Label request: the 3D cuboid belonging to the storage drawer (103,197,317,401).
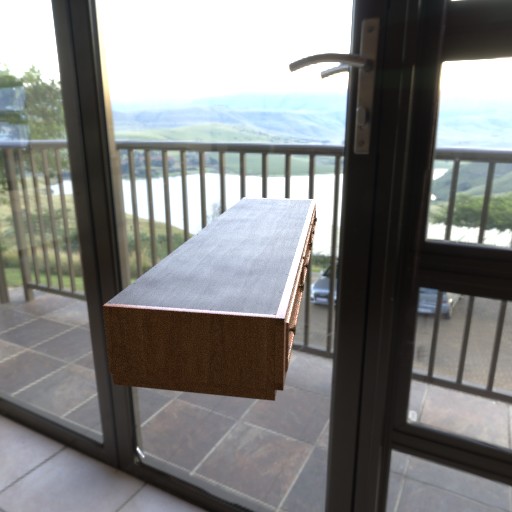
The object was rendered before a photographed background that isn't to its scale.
[{"bbox_3d":[0.000,0.000,2.209,0.538,0.264,2.032,3,16,9],"label":"storage drawer"}]
